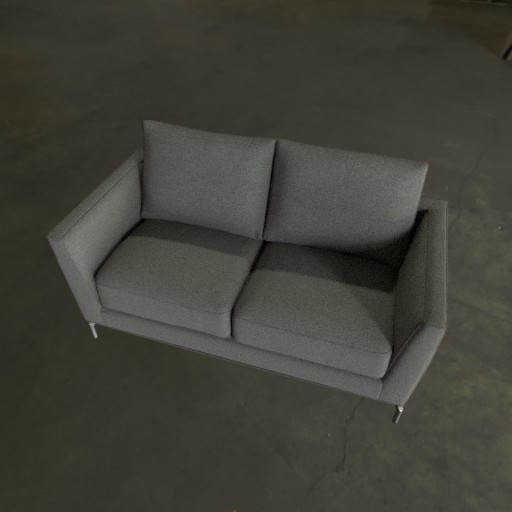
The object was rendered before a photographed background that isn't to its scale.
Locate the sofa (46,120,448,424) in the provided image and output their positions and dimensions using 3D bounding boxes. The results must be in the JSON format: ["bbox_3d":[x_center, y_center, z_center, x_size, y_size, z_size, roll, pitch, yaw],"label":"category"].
[{"bbox_3d":[0.000,0.000,2.077,1.594,0.924,0.803,12,43,13],"label":"sofa"}]
